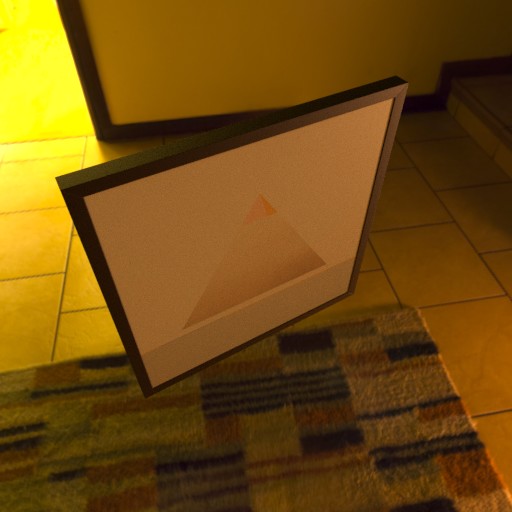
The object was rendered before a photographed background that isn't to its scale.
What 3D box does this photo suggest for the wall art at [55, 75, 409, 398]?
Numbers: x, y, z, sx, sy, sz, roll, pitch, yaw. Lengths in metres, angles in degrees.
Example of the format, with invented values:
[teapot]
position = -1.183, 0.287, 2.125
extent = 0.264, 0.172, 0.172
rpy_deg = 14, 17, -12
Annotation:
[wall art]
position = 0.000, 0.000, 0.770
extent = 0.513, 0.511, 0.028
rpy_deg = -23, 51, -20
